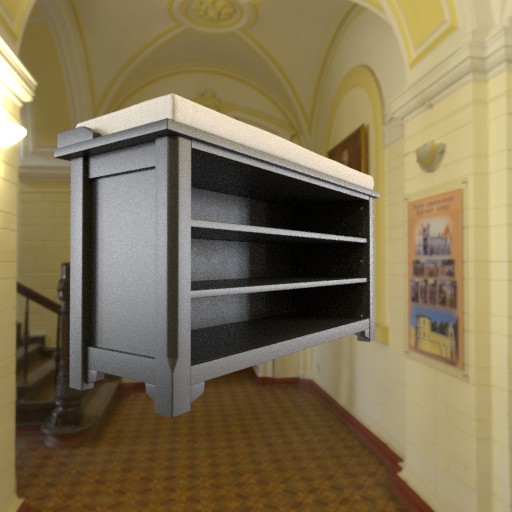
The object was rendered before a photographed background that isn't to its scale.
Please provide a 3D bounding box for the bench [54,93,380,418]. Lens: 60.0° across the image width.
[{"bbox_3d":[0.000,0.000,1.221,0.345,0.561,0.973,-1,-1,36],"label":"bench"}]
